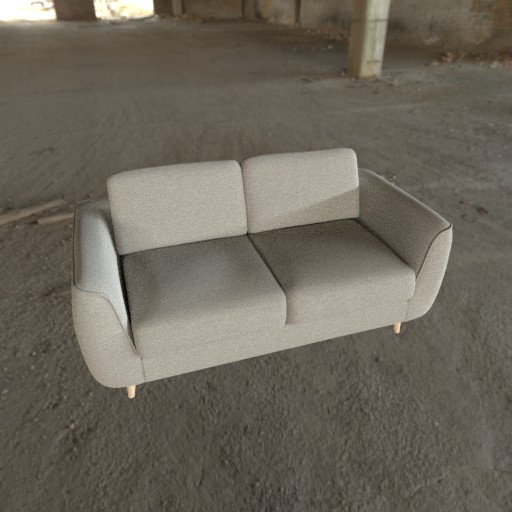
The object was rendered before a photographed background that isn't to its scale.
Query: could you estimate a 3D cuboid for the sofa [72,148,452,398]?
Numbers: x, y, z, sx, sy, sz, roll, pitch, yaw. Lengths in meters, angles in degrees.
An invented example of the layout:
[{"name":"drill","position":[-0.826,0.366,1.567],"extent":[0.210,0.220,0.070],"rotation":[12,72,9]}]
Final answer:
[{"name":"sofa","position":[0.000,0.000,2.230],"extent":[1.700,0.850,0.920],"rotation":[-10,32,-16]}]
